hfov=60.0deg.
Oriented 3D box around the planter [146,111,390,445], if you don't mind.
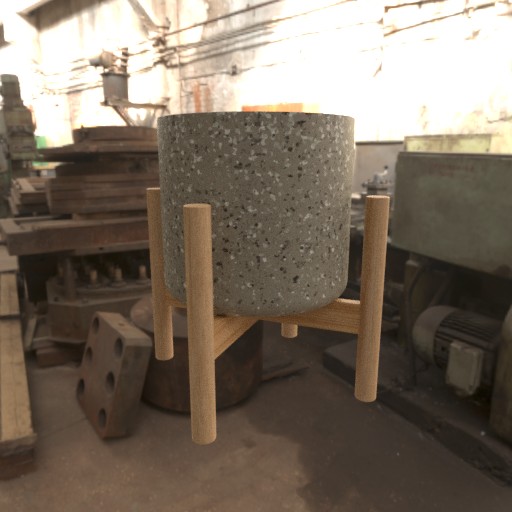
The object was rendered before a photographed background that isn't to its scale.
[{"bbox_3d":[0.000,0.000,0.544,0.284,0.320,0.284,13,18,43],"label":"planter"}]
